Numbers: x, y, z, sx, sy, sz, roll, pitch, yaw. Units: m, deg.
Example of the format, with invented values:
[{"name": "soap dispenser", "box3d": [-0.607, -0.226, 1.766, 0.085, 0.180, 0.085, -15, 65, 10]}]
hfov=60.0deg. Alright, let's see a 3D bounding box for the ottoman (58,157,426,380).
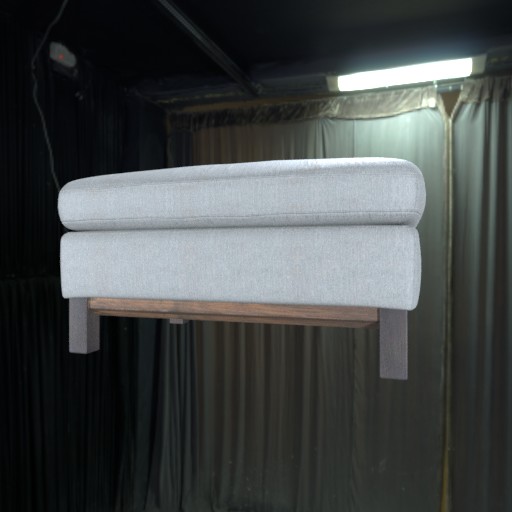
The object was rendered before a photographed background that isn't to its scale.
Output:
[{"name": "ottoman", "box3d": [0.000, 0.000, 1.044, 0.735, 0.404, 0.528, 0, 0, 18]}]
